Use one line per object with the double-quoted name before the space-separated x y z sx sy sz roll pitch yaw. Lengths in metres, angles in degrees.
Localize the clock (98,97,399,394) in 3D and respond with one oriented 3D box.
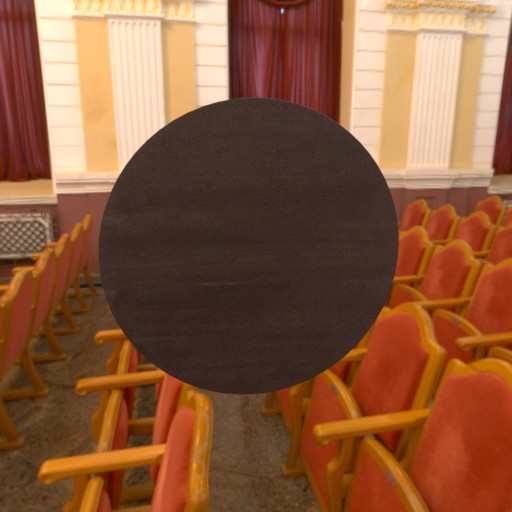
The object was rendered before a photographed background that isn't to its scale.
"clock" 0.000 0.000 0.883 0.595 0.595 0.029 -2 14 -10
